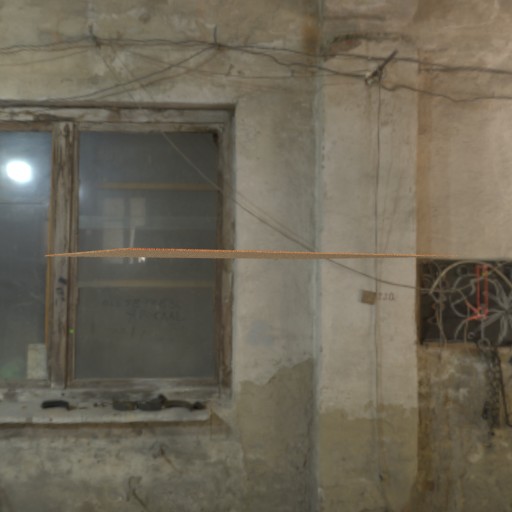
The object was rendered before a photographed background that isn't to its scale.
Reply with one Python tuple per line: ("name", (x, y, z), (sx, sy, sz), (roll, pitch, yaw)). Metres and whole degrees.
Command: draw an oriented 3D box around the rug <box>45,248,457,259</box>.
("rug", (0.000, 0.000, 2.943), (2.285, 0.006, 1.524), (1, -1, -36))
